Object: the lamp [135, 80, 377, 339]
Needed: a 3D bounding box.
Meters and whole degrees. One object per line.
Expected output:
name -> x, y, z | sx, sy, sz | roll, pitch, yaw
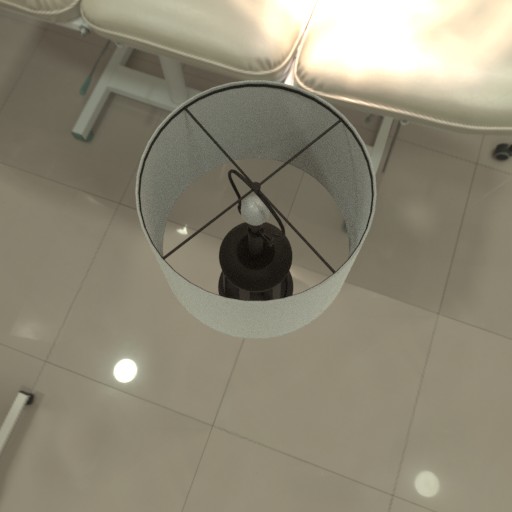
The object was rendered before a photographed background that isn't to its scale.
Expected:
lamp -> 0.000, 0.000, 0.651 | 0.251, 0.509, 0.251 | 0, 75, 0
